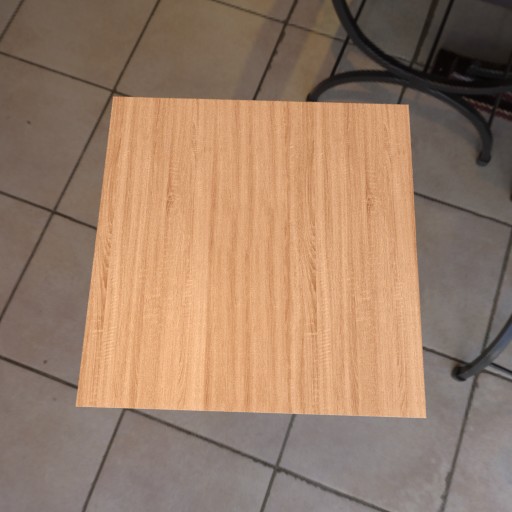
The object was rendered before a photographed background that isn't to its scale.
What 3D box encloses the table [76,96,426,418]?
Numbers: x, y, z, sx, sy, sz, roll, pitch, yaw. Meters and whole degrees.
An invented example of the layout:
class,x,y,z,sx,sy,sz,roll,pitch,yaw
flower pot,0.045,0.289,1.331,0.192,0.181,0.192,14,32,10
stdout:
class,x,y,z,sx,sy,sz,roll,pitch,yaw
table,0.000,0.000,1.377,0.890,0.305,0.890,2,76,0
